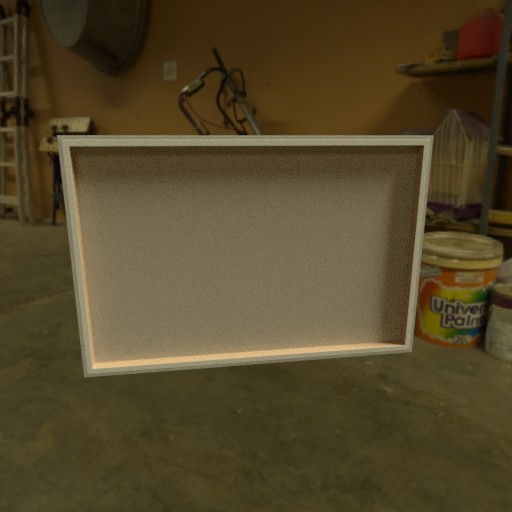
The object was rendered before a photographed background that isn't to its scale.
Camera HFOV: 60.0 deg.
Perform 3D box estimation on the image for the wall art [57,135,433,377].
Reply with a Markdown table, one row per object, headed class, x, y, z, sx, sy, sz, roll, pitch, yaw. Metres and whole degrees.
| class | x | y | z | sx | sy | sz | roll | pitch | yaw |
| --- | --- | --- | --- | --- | --- | --- | --- | --- | --- |
| wall art | 0.000 | 0.000 | 1.166 | 0.915 | 0.610 | 0.038 | -2 | 15 | -9 |
